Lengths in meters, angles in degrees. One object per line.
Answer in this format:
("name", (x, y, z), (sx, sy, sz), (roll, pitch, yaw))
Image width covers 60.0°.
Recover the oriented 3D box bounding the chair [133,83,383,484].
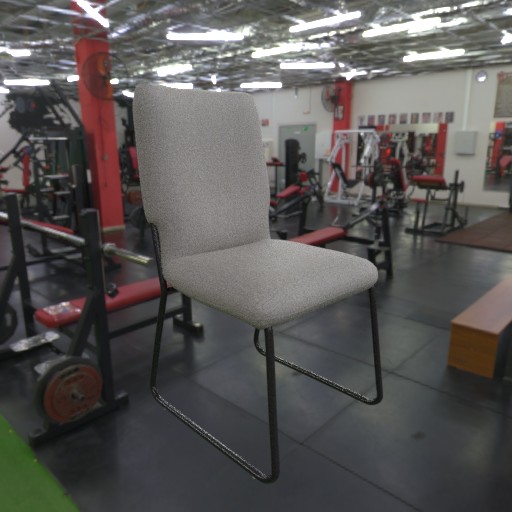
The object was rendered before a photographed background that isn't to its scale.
("chair", (0.000, 0.000, 1.166), (0.448, 0.864, 0.560), (-14, 20, -42))
